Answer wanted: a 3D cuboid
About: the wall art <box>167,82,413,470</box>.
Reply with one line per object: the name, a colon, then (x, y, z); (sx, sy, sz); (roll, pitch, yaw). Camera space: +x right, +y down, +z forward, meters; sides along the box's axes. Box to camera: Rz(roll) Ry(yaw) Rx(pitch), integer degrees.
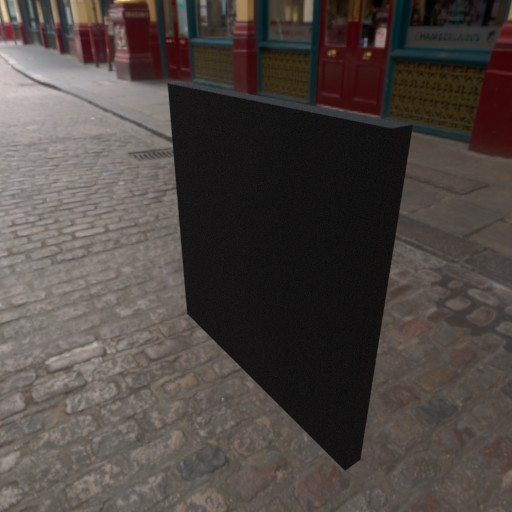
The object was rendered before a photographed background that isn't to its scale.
wall art: (0.000, 0.000, 0.677); (0.030, 0.458, 0.462); (-18, 32, -31)
